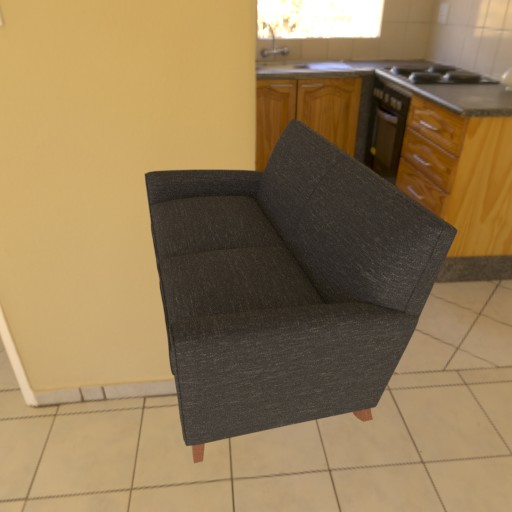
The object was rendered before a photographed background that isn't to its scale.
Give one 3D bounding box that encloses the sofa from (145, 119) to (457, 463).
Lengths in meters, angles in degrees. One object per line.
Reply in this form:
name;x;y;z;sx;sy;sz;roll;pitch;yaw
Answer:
sofa;0.000;0.000;1.974;0.875;0.846;1.420;-8;32;-13
